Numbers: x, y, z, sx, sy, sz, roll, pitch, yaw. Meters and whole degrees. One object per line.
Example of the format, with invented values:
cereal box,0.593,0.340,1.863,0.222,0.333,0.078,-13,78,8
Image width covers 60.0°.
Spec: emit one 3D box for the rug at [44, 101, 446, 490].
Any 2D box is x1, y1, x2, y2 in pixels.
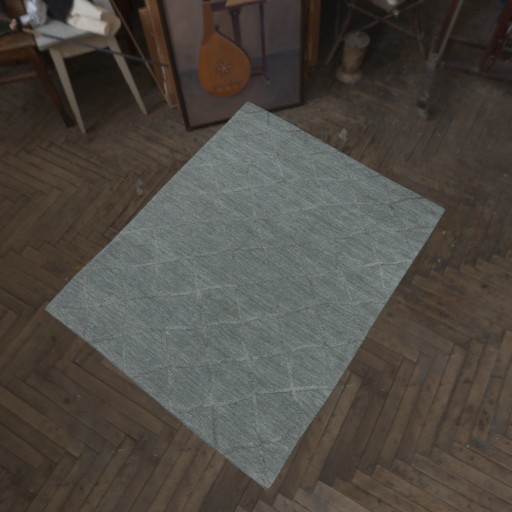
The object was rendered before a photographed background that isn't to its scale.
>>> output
rug,0.000,0.000,4.121,2.438,0.013,3.048,33,69,15
